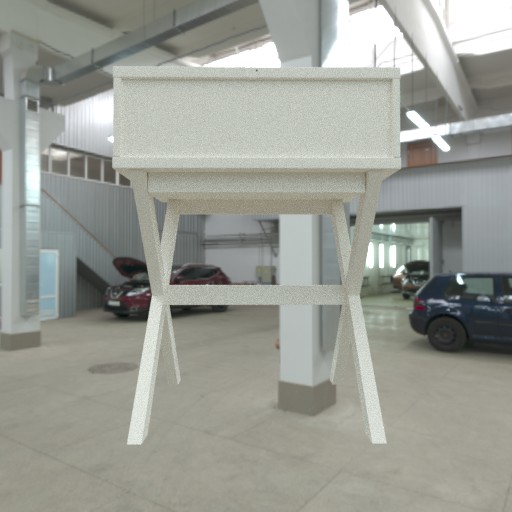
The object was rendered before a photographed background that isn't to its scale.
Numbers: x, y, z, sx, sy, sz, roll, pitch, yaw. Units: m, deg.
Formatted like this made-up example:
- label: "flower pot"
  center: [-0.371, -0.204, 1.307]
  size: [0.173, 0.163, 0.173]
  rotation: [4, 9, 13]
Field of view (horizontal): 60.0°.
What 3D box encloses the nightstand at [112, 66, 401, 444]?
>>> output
- label: "nightstand"
  center: [0.000, 0.000, 0.932]
  size: [0.479, 0.623, 0.402]
  rotation: [0, -1, -1]
